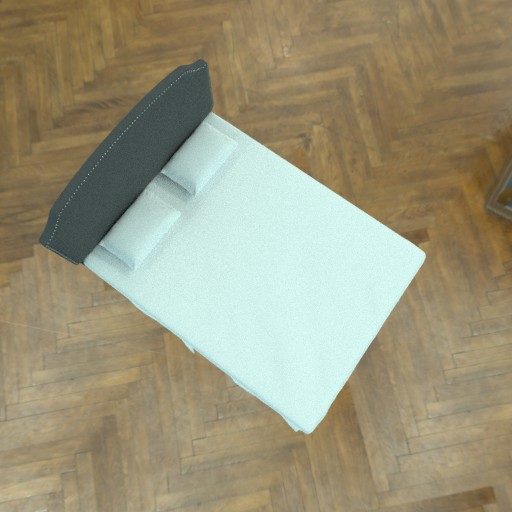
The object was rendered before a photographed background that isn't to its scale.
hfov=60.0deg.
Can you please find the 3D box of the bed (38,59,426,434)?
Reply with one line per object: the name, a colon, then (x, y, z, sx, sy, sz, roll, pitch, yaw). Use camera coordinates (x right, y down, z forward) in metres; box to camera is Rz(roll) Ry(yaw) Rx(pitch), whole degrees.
bed: (0.000, 0.000, 2.972, 1.999, 1.270, 1.558, 35, 78, 9)
